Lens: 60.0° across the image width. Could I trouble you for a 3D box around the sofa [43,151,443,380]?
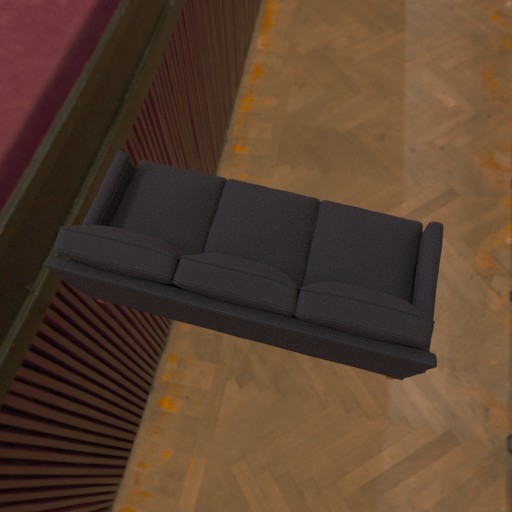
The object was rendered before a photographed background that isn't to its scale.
[{"bbox_3d":[0.000,0.000,2.865,2.246,1.003,1.084,14,65,7],"label":"sofa"}]
